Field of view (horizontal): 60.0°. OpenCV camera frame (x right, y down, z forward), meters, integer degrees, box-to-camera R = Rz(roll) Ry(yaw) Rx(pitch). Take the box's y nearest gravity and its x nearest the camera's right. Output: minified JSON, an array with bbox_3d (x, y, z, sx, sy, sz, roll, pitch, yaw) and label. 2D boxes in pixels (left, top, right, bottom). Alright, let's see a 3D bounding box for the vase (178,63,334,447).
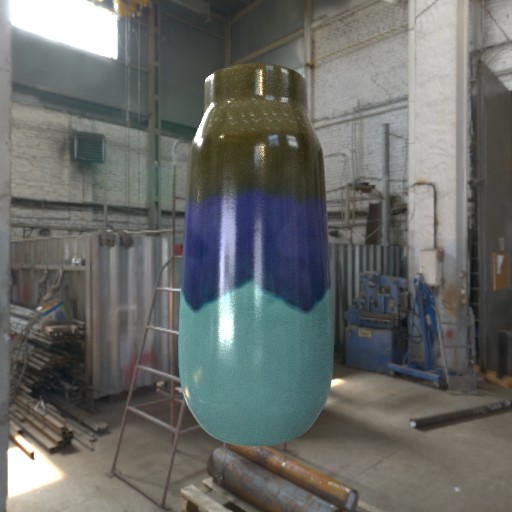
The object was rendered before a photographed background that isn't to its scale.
[{"bbox_3d":[0.000,0.000,0.402,0.139,0.313,0.139,0,0,0],"label":"vase"}]
